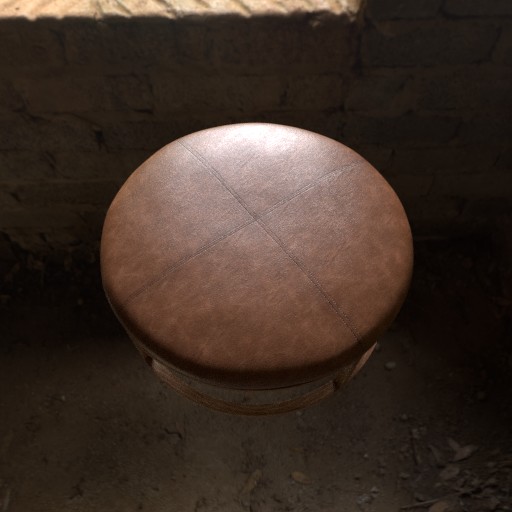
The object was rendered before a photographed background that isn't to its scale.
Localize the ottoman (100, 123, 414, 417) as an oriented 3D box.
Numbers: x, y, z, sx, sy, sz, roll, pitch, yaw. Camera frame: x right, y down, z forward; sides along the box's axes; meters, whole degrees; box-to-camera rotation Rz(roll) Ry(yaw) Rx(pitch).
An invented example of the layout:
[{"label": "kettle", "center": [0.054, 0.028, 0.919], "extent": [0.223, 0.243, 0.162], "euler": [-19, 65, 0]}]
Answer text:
[{"label": "ottoman", "center": [0.000, 0.000, 1.555], "extent": [1.006, 0.445, 1.006], "euler": [0, 58, 0]}]
